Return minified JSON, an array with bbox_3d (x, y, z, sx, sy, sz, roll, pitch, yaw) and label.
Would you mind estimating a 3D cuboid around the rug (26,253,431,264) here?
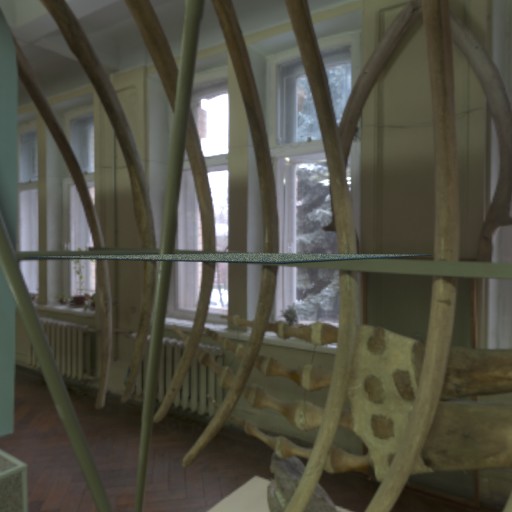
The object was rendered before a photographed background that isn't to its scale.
[{"bbox_3d":[0.000,0.000,4.135,2.438,0.010,3.048,1,1,35],"label":"rug"}]
